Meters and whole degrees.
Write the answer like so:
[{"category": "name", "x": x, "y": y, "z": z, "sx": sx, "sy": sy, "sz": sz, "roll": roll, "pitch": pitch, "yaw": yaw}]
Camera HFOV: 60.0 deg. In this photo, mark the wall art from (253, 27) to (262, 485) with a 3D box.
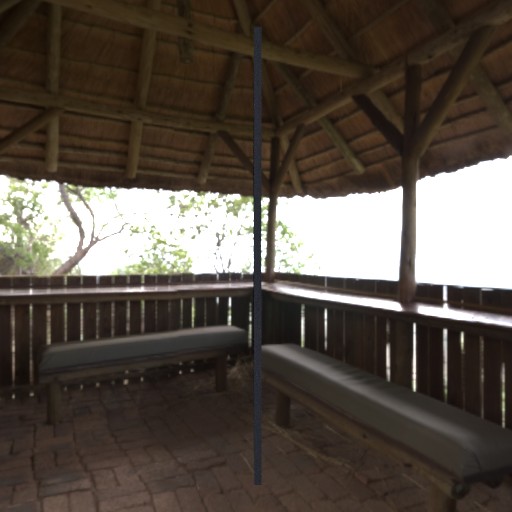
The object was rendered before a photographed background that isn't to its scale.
[{"category": "wall art", "x": 0.000, "y": 0.000, "z": 1.209, "sx": 0.013, "sy": 0.823, "sz": 0.823, "roll": 0, "pitch": 0, "yaw": 0}]
